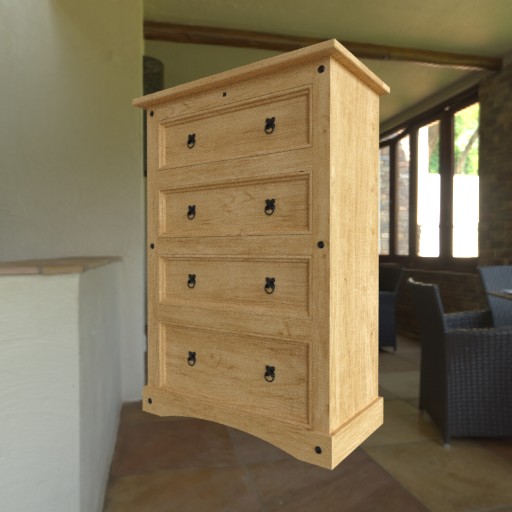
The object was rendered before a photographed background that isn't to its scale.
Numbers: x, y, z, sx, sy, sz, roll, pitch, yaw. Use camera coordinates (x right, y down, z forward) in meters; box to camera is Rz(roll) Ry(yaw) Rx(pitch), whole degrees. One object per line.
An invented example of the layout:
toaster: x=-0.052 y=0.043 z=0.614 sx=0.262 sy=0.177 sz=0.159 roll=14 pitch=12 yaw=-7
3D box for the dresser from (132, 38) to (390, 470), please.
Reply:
dresser: x=0.000 y=0.000 z=1.773 sx=0.915 sy=1.300 sz=0.485 roll=1 pitch=1 yaw=35
